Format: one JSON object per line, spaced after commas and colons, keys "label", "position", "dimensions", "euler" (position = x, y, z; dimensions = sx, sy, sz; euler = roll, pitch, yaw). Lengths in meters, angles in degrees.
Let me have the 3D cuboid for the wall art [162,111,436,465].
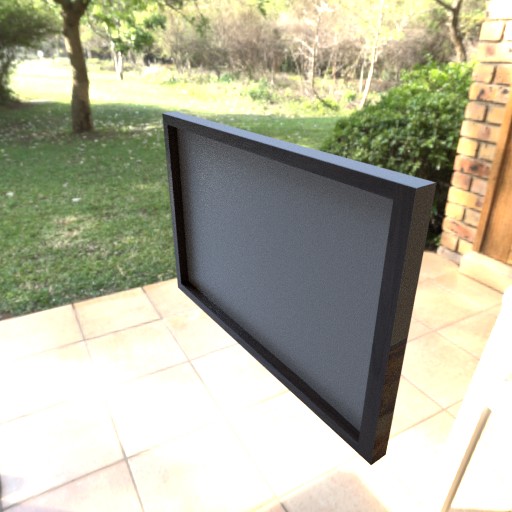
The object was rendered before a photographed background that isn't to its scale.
{"label": "wall art", "position": [0.000, 0.000, 1.152], "dimensions": [0.050, 0.610, 0.914], "euler": [-17, 31, -31]}
